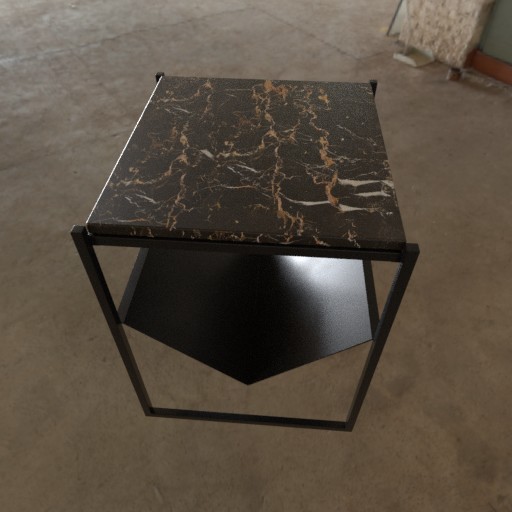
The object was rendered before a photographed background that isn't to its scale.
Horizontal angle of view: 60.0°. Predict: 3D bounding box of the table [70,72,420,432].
[{"bbox_3d":[0.000,0.000,0.896,0.432,0.534,0.469,3,46,3],"label":"table"}]
